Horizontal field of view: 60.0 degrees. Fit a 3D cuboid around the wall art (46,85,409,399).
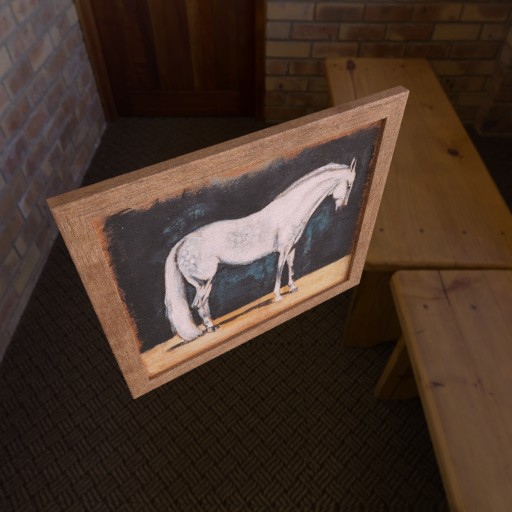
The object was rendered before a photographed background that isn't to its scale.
[{"bbox_3d":[0.000,0.000,0.966,0.690,0.588,0.026,-24,51,-21],"label":"wall art"}]
